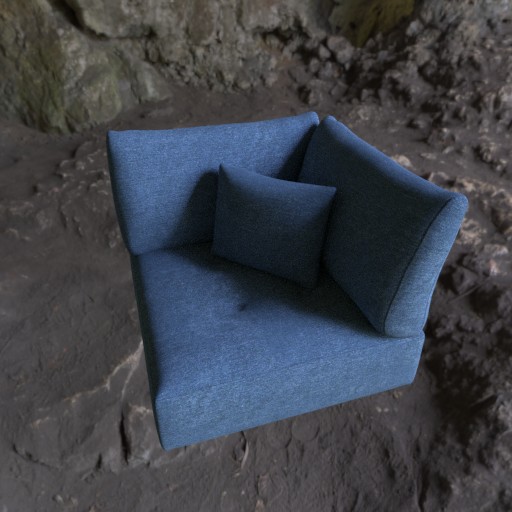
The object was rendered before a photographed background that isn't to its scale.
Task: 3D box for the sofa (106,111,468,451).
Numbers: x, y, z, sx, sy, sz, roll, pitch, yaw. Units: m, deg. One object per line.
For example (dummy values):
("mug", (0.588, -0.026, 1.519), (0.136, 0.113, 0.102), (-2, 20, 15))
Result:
("sofa", (0.000, 0.000, 1.747), (1.000, 0.820, 1.000), (-10, 34, -15))
